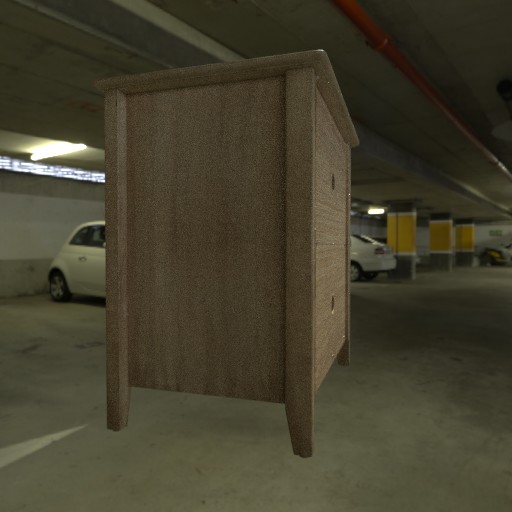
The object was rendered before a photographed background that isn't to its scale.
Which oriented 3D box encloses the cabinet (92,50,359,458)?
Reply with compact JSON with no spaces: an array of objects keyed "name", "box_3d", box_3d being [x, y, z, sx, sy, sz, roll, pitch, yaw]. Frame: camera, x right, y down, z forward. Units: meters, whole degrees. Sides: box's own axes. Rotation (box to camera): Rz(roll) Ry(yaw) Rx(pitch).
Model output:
[{"name":"cabinet","box_3d":[0.000,0.000,1.240,0.503,0.762,0.763,0,1,18]}]
